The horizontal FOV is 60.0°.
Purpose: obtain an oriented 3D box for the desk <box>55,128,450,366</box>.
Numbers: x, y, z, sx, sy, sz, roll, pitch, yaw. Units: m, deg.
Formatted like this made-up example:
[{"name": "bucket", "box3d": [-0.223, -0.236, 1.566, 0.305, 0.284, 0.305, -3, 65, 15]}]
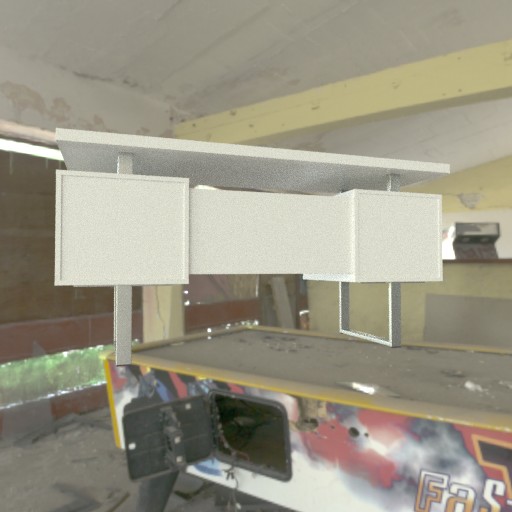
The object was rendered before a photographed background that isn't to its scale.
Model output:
[{"name": "desk", "box3d": [0.000, 0.000, 1.905, 1.530, 0.773, 0.603, 1, -2, -19]}]
